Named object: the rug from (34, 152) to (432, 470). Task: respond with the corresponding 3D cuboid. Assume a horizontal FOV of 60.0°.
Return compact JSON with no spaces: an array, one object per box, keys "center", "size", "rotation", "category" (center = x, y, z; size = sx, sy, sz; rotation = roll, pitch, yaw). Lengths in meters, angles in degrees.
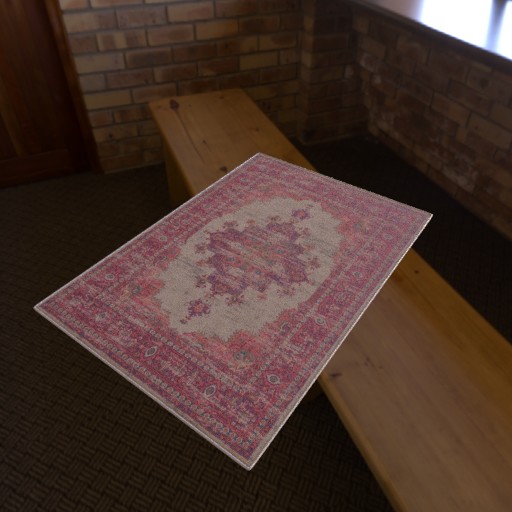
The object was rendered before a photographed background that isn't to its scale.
[{"center":[0.000,0.000,3.712],"size":[2.005,0.014,2.878],"rotation":[26,48,26],"category":"rug"}]
